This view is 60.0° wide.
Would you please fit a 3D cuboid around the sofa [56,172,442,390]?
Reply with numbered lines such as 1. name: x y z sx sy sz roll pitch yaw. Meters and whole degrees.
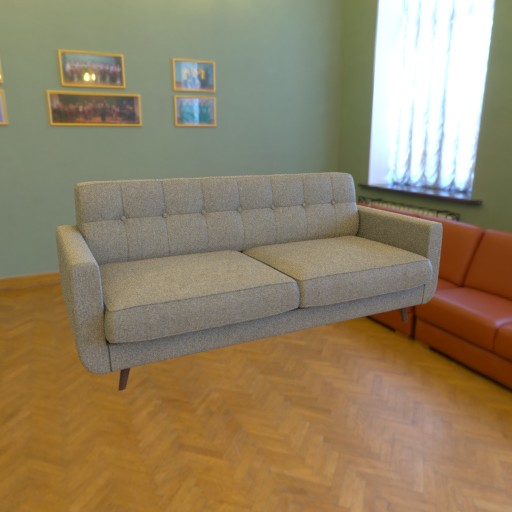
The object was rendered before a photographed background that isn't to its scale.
1. sofa: 0.000 0.000 2.564 2.055 0.873 0.968 -7 16 -26
